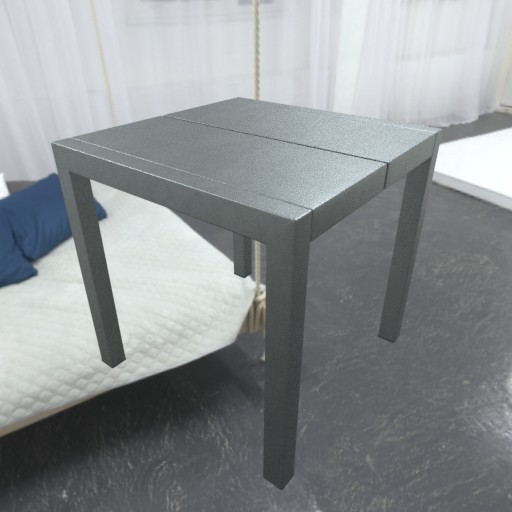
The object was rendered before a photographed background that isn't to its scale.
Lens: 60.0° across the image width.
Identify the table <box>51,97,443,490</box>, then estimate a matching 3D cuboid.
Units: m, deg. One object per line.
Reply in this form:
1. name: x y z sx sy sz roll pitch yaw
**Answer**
1. table: 0.000 0.000 0.931 0.508 0.508 0.508 21 37 32
